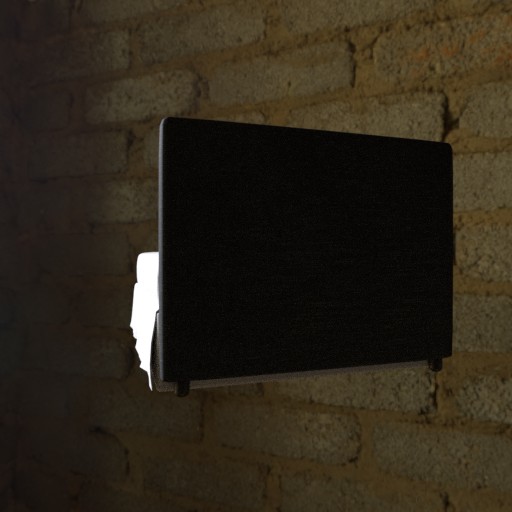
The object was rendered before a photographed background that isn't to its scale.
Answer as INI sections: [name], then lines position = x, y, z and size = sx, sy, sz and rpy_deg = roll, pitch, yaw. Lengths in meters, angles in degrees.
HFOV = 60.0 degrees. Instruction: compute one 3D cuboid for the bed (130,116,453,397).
[bed]
position = 0.000, 0.000, 3.278
size = 1.723, 1.330, 2.142
rpy_deg = 0, 0, -18
